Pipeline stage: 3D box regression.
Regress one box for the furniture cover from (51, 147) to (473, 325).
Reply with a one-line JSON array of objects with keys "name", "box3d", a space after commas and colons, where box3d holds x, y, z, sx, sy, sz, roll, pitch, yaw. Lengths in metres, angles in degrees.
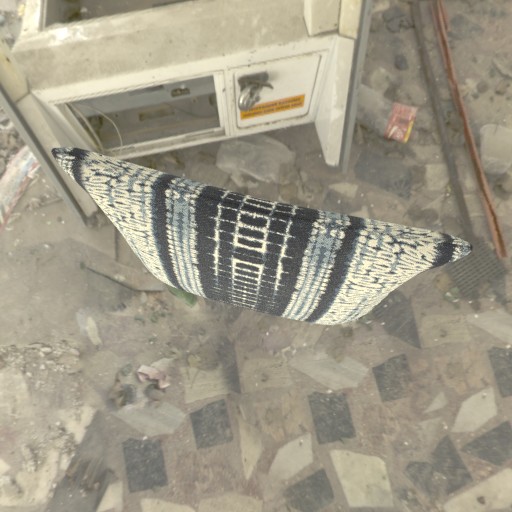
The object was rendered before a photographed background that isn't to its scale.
[{"name": "furniture cover", "box3d": [0.000, 0.000, 0.639, 0.425, 0.435, 0.133, 14, 75, 4]}]
